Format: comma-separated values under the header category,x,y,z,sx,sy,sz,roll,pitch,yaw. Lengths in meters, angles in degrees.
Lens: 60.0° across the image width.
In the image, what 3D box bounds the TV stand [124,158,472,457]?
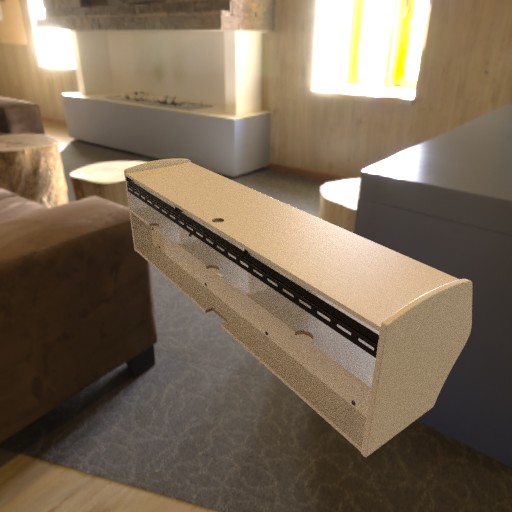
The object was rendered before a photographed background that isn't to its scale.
category,x,y,z,sx,sy,sz,roll,pitch,yaw
TV stand,0.000,0.000,1.657,0.397,0.424,1.473,-18,32,-32
